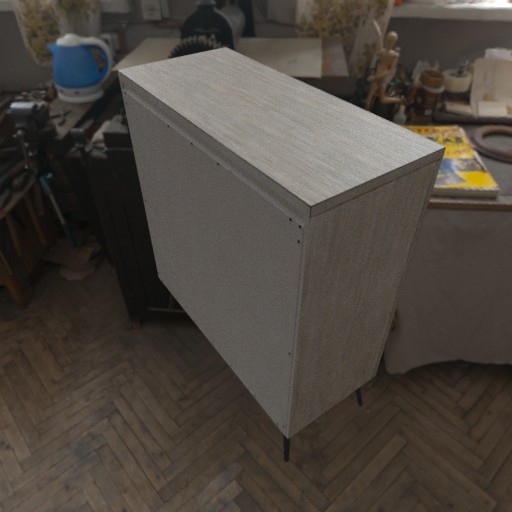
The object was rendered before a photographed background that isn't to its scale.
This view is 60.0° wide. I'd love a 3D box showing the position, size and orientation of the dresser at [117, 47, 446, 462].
[{"bbox_3d":[0.000,0.000,1.721,0.457,1.219,1.016,-25,47,-26],"label":"dresser"}]
